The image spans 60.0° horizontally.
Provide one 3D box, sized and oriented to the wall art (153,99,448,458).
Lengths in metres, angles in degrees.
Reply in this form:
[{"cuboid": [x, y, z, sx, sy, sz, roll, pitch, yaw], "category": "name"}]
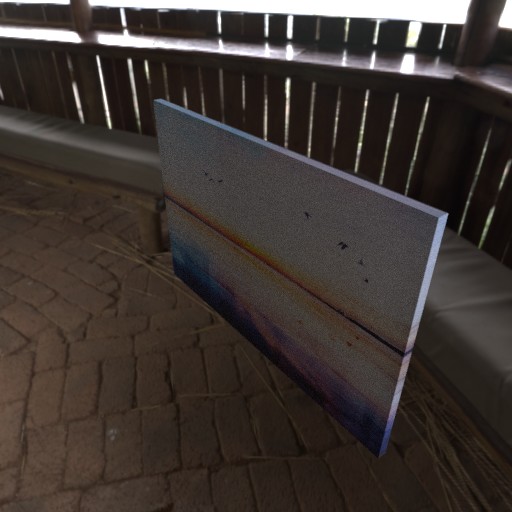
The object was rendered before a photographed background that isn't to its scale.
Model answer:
[{"cuboid": [0.000, 0.000, 1.413, 0.034, 0.756, 1.137, -23, 39, -31], "category": "wall art"}]
